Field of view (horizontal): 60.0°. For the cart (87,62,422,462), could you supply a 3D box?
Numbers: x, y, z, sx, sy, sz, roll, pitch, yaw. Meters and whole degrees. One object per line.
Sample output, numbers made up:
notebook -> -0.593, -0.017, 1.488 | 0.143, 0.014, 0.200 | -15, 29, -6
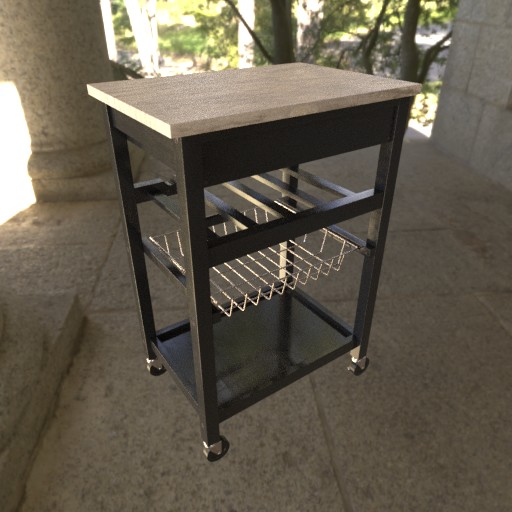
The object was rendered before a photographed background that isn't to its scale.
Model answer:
cart -> 0.000, 0.000, 1.141 | 0.584, 0.839, 0.403 | -20, 36, -29
